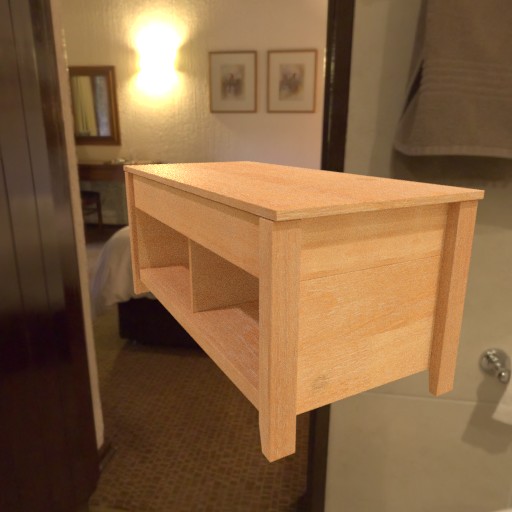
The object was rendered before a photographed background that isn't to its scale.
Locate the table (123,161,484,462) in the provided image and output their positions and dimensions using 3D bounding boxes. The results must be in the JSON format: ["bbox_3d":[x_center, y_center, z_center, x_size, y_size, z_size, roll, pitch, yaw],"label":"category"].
[{"bbox_3d":[0.000,0.000,1.261,0.483,0.457,1.016,-8,18,-27],"label":"table"}]
